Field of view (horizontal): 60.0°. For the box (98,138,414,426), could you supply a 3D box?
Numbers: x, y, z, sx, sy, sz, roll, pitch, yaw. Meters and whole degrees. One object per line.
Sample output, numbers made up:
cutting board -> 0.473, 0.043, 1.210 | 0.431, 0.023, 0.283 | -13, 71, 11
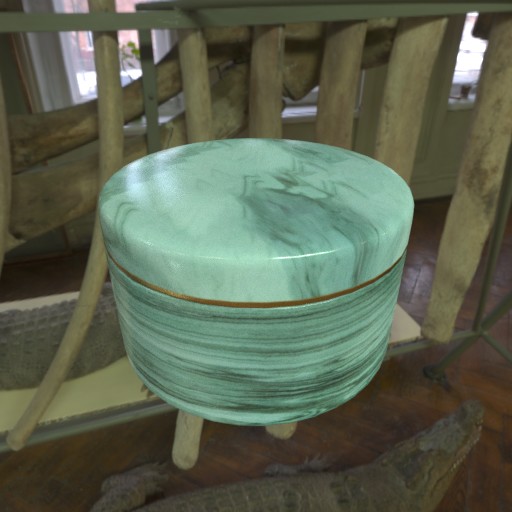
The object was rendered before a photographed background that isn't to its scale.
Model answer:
box -> 0.000, 0.000, 0.161 | 0.101, 0.063, 0.101 | 0, 31, 0
